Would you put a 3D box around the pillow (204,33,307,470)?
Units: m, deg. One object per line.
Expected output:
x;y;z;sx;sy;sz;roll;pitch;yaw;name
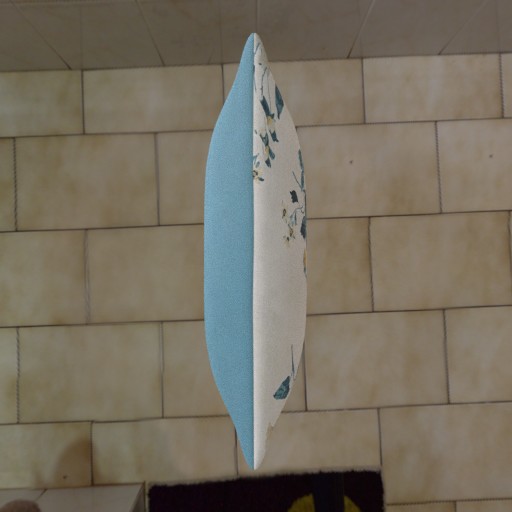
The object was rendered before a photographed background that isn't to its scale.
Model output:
0.000;0.000;0.778;0.166;0.507;0.526;0;88;-1;pillow
